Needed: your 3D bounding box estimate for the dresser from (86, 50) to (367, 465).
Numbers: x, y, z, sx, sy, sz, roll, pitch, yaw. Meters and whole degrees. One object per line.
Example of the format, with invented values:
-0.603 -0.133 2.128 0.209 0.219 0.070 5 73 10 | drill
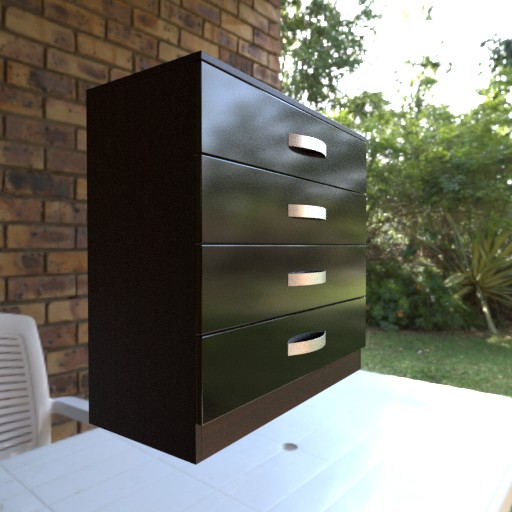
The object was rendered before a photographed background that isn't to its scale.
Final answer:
0.000 0.000 1.157 0.360 0.720 0.750 1 2 35 | dresser
